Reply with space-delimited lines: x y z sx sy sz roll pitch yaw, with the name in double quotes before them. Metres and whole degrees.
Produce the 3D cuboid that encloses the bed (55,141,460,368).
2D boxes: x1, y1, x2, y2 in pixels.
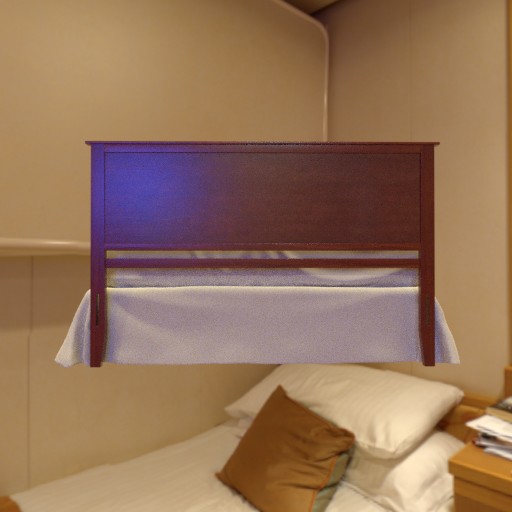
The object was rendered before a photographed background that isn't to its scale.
"bed" 0.000 0.000 3.586 2.314 1.271 2.219 0 -1 -1
